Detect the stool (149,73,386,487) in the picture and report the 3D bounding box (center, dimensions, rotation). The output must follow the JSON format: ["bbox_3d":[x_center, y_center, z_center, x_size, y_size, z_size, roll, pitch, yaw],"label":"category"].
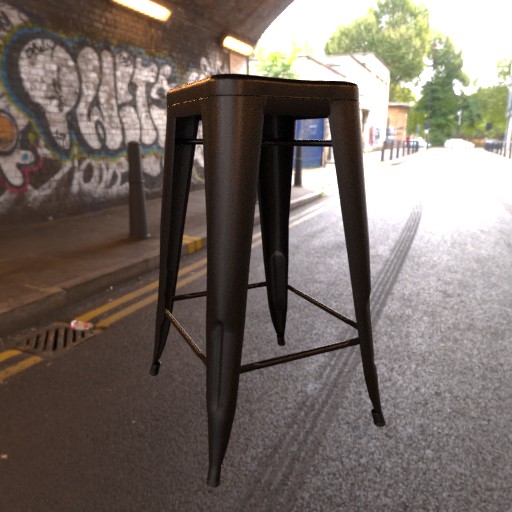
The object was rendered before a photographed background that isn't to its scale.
[{"bbox_3d":[0.000,0.000,0.849,0.359,0.609,0.399,-7,17,-26],"label":"stool"}]
